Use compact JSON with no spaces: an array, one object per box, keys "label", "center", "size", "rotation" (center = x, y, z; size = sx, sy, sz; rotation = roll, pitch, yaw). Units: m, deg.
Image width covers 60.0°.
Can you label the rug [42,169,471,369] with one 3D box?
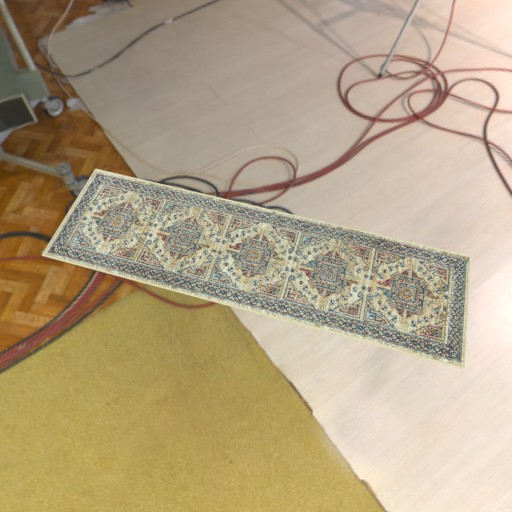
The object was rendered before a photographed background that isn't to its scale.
[{"label":"rug","center":[0.000,0.000,2.470],"size":[2.297,0.013,0.661],"rotation":[14,60,8]}]
